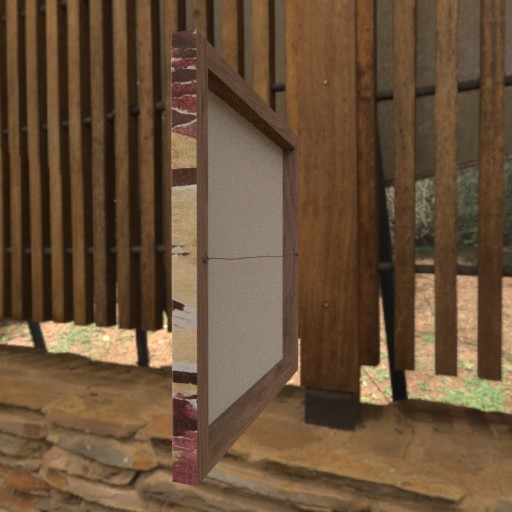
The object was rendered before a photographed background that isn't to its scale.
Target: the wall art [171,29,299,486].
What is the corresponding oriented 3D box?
[{"bbox_3d":[0.000,0.000,0.888,0.041,0.613,0.609,0,1,18],"label":"wall art"}]
